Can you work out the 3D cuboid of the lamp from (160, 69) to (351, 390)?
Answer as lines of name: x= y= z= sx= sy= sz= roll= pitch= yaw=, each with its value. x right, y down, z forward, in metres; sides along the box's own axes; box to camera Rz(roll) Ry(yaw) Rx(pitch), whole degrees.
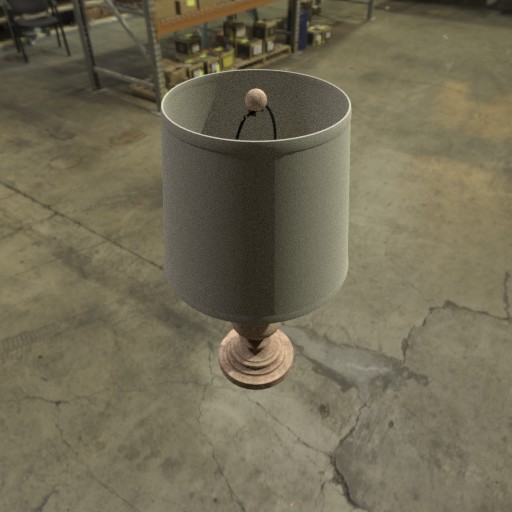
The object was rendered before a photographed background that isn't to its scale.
lamp: x=0.000 y=0.000 z=0.665 sx=0.273 sy=0.497 sz=0.273 roll=0 pitch=40 yaw=0
